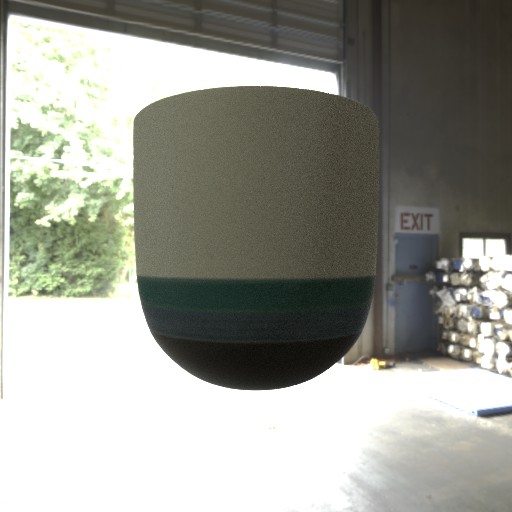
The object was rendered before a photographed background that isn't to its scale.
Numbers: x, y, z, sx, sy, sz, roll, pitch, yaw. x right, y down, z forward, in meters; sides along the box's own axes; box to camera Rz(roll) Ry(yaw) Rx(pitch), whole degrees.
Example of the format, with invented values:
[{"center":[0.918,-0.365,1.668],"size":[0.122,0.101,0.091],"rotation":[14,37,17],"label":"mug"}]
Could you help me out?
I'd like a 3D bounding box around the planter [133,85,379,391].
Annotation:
[{"center":[0.000,0.000,0.380],"size":[0.204,0.214,0.204],"rotation":[0,0,0],"label":"planter"}]
